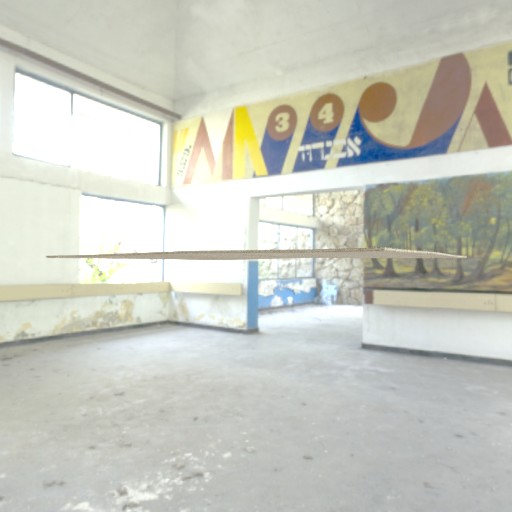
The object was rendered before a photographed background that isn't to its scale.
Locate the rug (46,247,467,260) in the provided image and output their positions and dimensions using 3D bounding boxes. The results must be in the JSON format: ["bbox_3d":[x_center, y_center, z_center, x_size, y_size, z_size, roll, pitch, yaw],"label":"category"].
[{"bbox_3d":[0.000,0.000,2.908,2.283,0.030,1.596,-1,-2,36],"label":"rug"}]
